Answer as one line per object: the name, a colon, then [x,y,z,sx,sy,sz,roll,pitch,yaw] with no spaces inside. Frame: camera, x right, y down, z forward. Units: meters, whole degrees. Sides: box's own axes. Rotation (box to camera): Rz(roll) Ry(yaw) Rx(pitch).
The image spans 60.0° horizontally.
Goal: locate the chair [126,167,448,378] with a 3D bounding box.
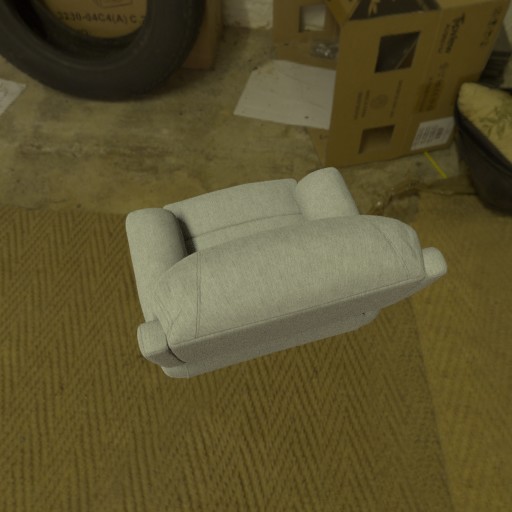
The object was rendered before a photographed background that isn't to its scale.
chair: [0.000,0.000,1.728,0.930,1.011,0.899,-14,58,-9]
